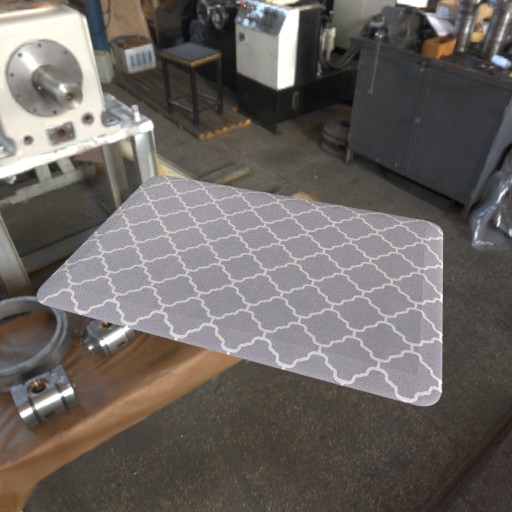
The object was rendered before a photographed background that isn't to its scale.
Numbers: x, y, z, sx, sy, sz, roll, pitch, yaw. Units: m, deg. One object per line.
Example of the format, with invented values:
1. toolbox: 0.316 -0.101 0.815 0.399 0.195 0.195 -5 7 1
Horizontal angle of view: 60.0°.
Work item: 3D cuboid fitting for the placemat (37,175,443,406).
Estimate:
1. placemat: 0.000 0.000 0.946 0.762 0.021 0.508 12 42 14
